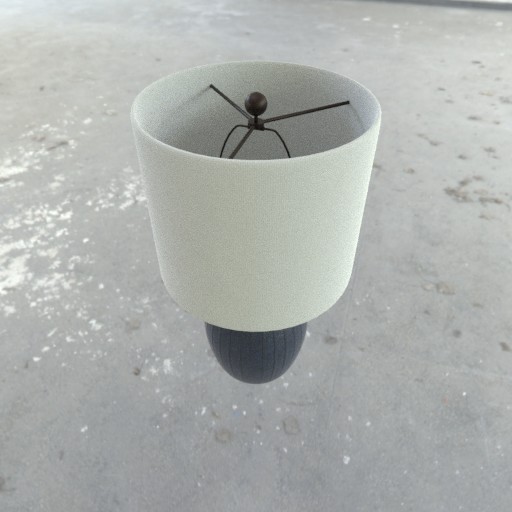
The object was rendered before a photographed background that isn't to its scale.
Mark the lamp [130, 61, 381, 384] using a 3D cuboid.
[{"bbox_3d":[0.000,0.000,0.770,0.329,0.570,0.329,12,43,13],"label":"lamp"}]
